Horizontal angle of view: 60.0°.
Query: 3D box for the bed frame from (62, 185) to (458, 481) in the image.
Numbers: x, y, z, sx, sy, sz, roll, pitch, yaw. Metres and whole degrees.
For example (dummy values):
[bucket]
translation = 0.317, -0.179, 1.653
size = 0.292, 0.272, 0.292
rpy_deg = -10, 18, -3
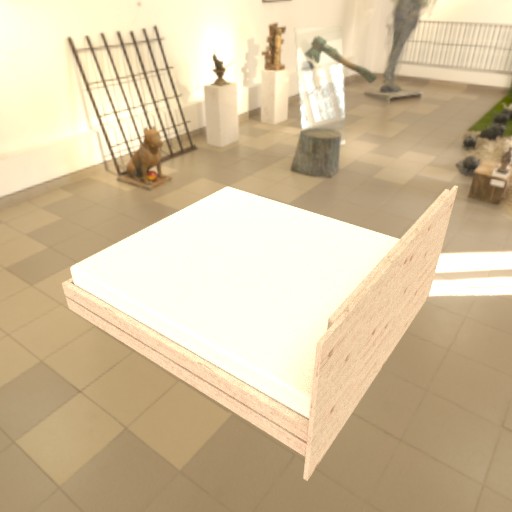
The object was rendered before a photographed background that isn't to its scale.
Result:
[bed frame]
translation = 0.000, 0.000, 3.207
size = 2.080, 0.970, 1.950
rpy_deg = 21, 38, 30
